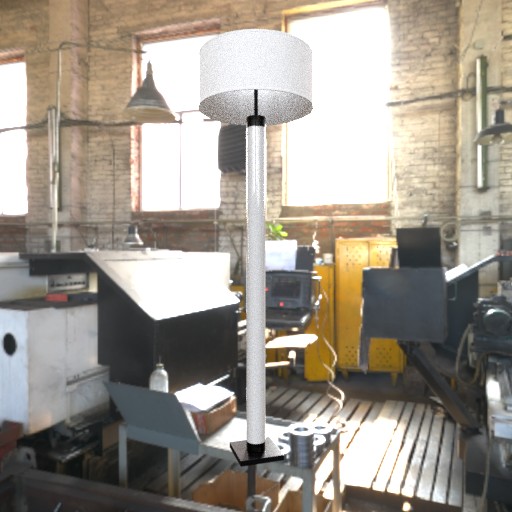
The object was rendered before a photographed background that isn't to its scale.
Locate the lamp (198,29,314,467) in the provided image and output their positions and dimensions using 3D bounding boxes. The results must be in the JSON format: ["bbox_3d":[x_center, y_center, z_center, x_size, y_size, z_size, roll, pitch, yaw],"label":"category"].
[{"bbox_3d":[0.000,0.000,1.635,0.420,1.475,0.420,0,1,-17],"label":"lamp"}]
